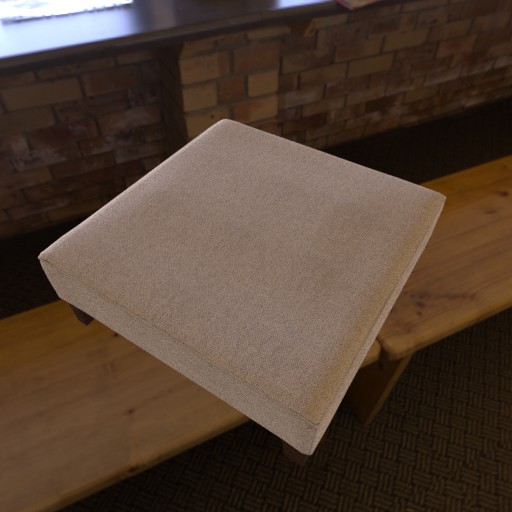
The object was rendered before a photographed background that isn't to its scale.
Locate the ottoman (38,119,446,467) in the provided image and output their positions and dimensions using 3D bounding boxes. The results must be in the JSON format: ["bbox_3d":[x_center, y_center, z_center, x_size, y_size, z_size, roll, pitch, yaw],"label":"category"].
[{"bbox_3d":[0.000,0.000,1.550,0.973,0.381,0.982,25,52,22],"label":"ottoman"}]
